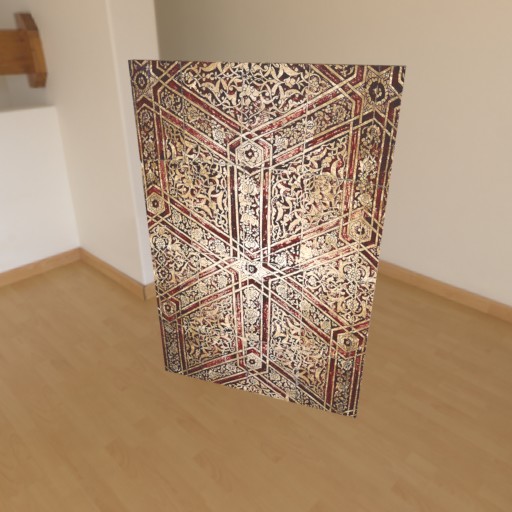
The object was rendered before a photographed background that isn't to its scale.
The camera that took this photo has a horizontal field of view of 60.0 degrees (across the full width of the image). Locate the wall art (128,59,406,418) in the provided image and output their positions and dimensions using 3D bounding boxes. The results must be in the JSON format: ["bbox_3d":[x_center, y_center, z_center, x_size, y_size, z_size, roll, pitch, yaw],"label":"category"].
[{"bbox_3d":[0.000,0.000,0.748,0.397,0.599,0.020,9,28,17],"label":"wall art"}]
